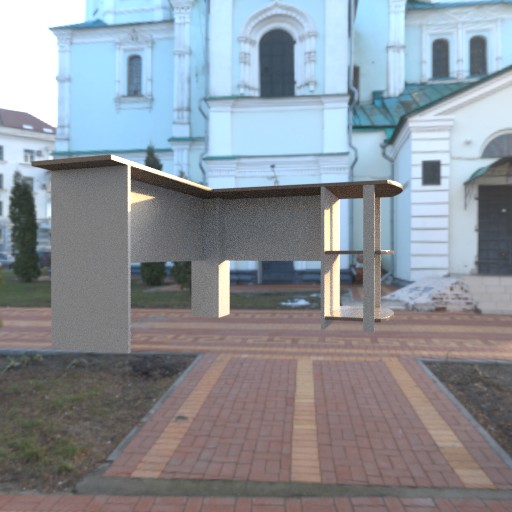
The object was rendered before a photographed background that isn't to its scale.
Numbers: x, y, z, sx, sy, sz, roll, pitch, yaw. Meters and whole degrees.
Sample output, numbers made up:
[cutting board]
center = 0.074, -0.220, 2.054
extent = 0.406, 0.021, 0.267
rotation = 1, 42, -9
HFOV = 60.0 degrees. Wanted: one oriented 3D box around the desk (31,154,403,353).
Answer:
[desk]
center = 0.000, 0.000, 2.085
extent = 1.303, 0.716, 1.361
rotation = 0, 0, 19
